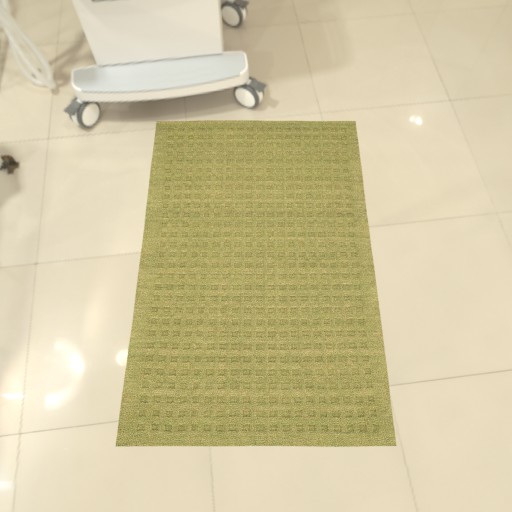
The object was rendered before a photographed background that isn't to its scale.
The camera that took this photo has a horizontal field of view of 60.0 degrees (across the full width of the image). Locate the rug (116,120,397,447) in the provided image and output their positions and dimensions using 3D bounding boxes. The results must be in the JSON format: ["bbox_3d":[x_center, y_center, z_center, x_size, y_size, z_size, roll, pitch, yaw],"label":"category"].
[{"bbox_3d":[0.000,0.000,2.902,1.529,0.007,2.297,0,65,0],"label":"rug"}]
